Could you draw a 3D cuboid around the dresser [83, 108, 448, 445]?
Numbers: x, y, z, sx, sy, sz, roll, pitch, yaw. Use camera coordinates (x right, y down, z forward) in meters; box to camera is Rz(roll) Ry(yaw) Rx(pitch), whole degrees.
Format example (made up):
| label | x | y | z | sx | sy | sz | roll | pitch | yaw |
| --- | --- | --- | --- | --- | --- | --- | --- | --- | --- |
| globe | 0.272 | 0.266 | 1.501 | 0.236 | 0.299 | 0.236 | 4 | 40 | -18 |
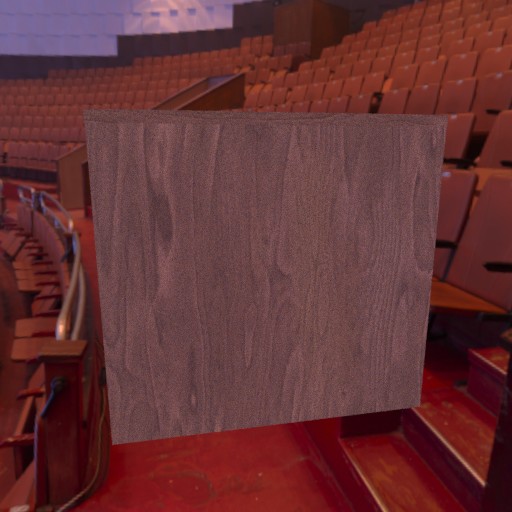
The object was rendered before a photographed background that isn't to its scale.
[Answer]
| label | x | y | z | sx | sy | sz | roll | pitch | yaw |
| --- | --- | --- | --- | --- | --- | --- | --- | --- | --- |
| dresser | 0.000 | 0.000 | 1.298 | 0.809 | 0.762 | 0.529 | -3 | 14 | -11 |
